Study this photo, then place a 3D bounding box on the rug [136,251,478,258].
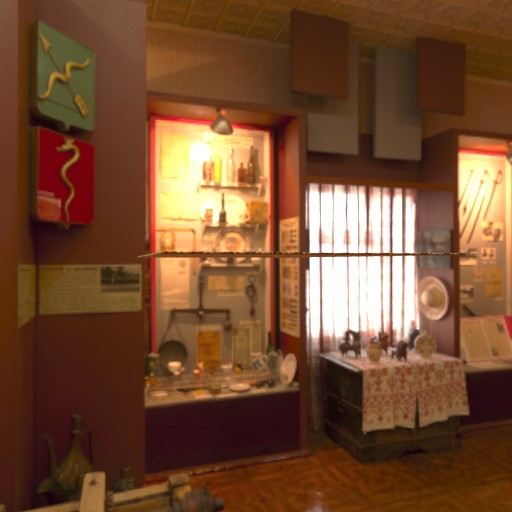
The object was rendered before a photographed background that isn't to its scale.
[{"bbox_3d":[0.000,0.000,3.099,1.544,0.010,2.435,0,-1,-17],"label":"rug"}]
